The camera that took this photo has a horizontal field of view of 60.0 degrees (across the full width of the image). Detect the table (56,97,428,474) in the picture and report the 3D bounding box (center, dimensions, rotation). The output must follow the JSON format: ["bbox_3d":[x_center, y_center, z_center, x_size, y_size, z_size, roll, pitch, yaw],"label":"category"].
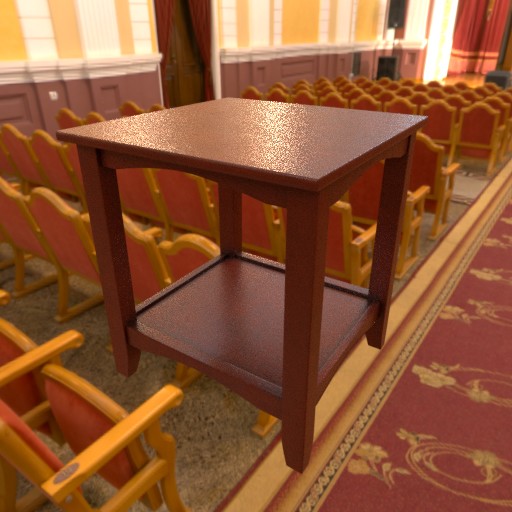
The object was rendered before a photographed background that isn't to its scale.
[{"bbox_3d":[0.000,0.000,0.955,0.523,0.558,0.522,18,32,31],"label":"table"}]
